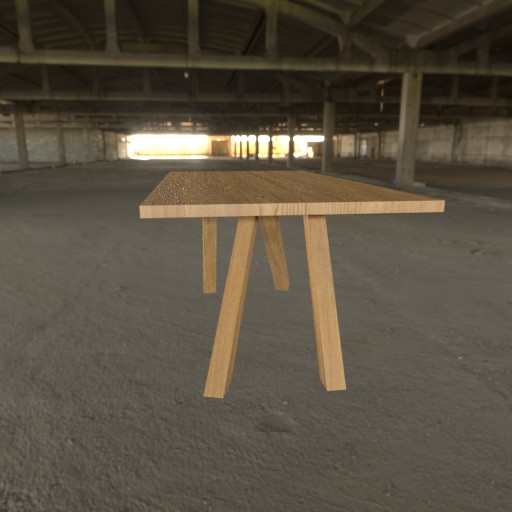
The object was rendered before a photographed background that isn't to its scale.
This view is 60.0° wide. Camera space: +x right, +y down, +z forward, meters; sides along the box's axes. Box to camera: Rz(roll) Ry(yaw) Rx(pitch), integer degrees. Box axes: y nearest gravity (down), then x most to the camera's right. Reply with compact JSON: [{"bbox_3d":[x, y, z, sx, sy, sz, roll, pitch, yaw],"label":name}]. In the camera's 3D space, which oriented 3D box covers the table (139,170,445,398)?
[{"bbox_3d":[0.000,0.000,2.230,0.901,0.750,1.797,-2,14,-8],"label":"table"}]
